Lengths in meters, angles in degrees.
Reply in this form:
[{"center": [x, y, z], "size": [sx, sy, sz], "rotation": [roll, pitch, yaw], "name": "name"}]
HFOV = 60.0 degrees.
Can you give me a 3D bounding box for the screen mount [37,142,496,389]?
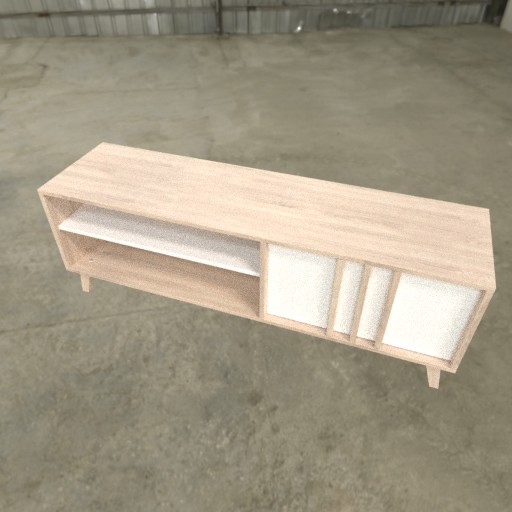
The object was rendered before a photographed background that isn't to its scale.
[{"center": [0.000, 0.000, 1.682], "size": [1.500, 0.510, 0.400], "rotation": [13, 42, 15], "name": "screen mount"}]
